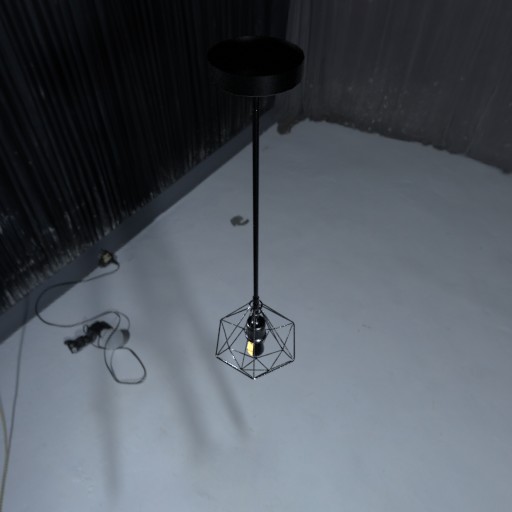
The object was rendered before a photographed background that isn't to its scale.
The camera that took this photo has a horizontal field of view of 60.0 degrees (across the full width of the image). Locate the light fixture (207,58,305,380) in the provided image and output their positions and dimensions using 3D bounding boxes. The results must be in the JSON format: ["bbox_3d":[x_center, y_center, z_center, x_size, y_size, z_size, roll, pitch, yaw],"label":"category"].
[{"bbox_3d":[0.000,0.000,1.976,0.487,1.764,0.431,25,52,22],"label":"light fixture"}]
